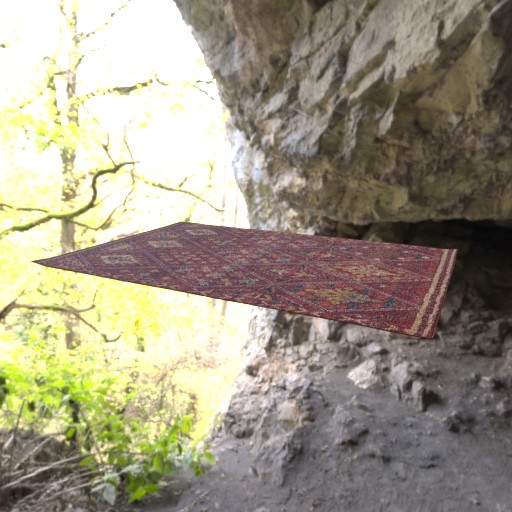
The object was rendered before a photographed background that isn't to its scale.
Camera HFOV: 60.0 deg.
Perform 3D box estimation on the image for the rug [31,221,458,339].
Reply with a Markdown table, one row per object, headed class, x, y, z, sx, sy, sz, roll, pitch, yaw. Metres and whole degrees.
| class | x | y | z | sx | sy | sz | roll | pitch | yaw |
| --- | --- | --- | --- | --- | --- | --- | --- | --- | --- |
| rug | 0.000 | 0.000 | 2.828 | 2.286 | 0.026 | 1.521 | 8 | 17 | 26 |
